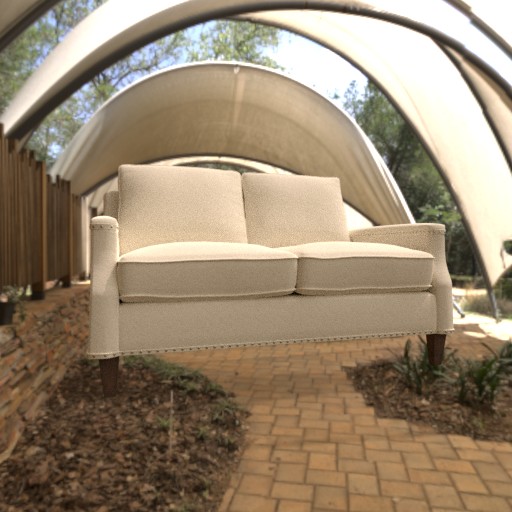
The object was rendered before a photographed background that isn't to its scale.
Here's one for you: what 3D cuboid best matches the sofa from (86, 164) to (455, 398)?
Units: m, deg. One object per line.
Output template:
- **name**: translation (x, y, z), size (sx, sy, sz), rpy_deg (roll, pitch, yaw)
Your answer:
- **sofa**: translation (0.000, 0.000, 2.285), size (1.597, 1.003, 1.084), rpy_deg (0, 1, -18)
